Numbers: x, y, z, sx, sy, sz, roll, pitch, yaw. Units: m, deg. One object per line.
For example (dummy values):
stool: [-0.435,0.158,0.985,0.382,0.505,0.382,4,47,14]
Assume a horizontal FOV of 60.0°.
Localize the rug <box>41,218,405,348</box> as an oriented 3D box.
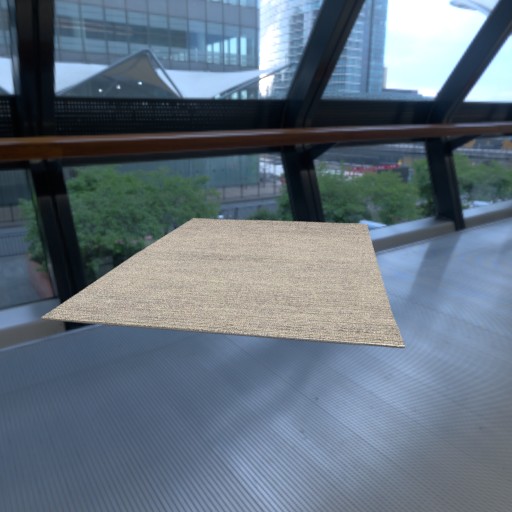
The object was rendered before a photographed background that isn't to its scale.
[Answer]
rug: [0.000,0.000,2.973,1.604,0.030,2.307,3,17,10]
